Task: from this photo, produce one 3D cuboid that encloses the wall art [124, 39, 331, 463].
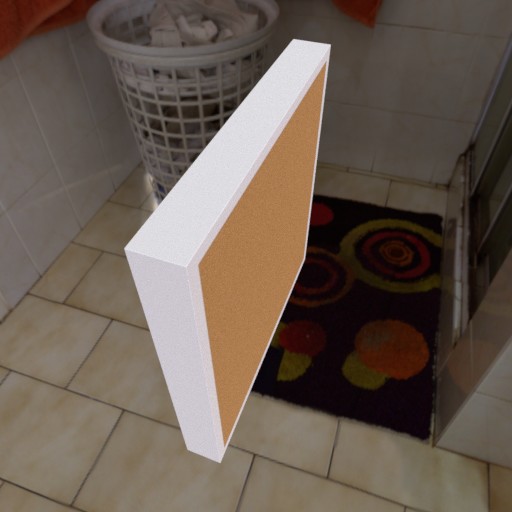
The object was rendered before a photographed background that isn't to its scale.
[{"bbox_3d":[0.000,0.000,0.445,0.038,0.305,0.305,16,49,14],"label":"wall art"}]
